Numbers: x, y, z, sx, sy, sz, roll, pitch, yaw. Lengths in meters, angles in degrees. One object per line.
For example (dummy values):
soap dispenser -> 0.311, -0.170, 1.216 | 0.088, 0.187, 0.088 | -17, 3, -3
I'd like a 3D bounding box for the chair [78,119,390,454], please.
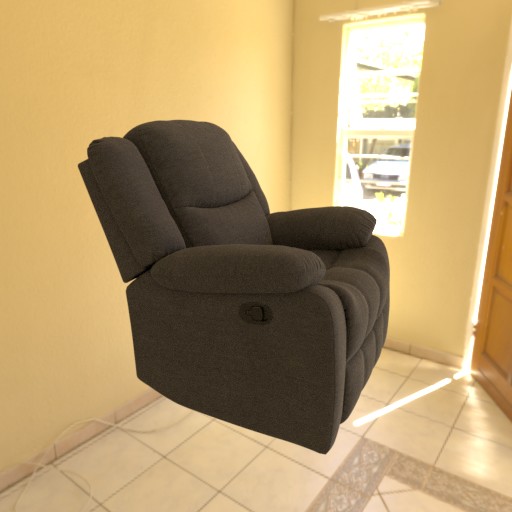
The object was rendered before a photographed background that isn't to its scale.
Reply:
chair -> 0.000, 0.000, 1.707 | 0.944, 1.008, 0.899 | 8, 18, 26
